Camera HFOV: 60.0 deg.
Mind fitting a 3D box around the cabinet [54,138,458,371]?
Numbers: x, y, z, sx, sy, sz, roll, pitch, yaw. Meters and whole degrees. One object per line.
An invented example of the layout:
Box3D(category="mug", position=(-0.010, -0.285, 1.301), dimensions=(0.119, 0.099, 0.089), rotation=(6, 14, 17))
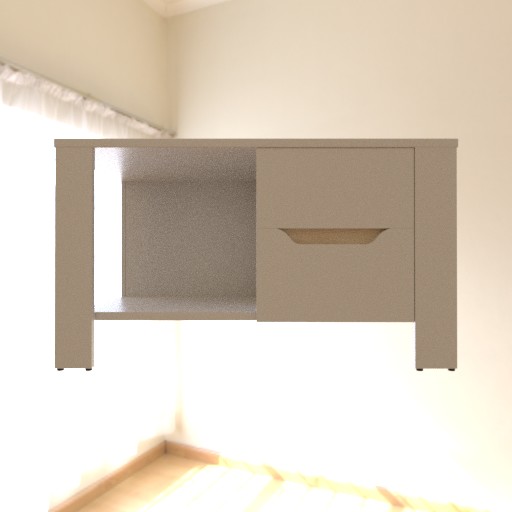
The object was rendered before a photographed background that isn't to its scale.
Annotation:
Box3D(category="cabinet", position=(0.000, 0.000, 1.274), dimensions=(0.800, 0.460, 0.800), rotation=(0, 0, 0))
